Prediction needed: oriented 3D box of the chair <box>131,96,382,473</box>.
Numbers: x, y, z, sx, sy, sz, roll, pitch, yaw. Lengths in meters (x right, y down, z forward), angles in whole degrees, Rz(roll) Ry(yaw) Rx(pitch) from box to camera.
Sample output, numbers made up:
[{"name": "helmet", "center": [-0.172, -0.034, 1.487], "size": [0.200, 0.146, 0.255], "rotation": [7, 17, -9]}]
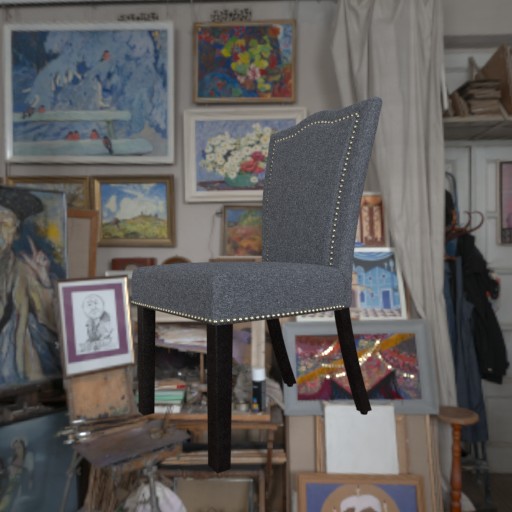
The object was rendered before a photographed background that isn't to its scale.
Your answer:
[{"name": "chair", "center": [0.000, 0.000, 1.310], "size": [0.589, 0.946, 0.518], "rotation": [0, 0, -35]}]
